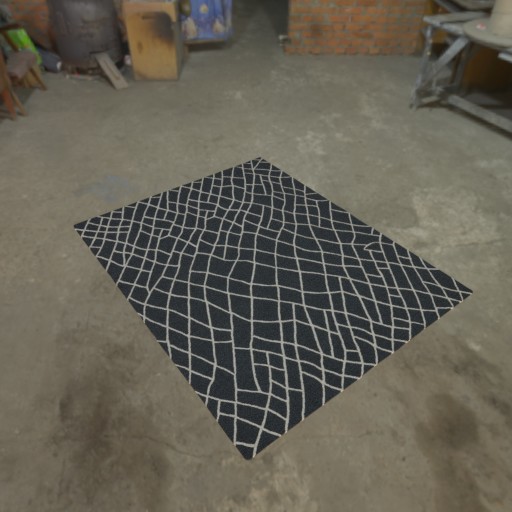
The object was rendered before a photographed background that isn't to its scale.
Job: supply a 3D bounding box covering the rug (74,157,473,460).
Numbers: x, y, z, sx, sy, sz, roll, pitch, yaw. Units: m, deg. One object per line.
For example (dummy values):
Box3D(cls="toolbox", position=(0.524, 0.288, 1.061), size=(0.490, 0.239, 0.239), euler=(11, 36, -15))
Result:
Box3D(cls="rug", position=(0.000, 0.000, 4.200), size=(2.439, 0.022, 3.047), euler=(-26, 47, -27))
